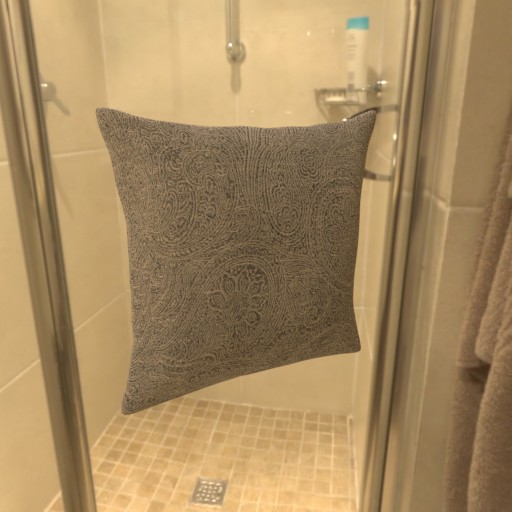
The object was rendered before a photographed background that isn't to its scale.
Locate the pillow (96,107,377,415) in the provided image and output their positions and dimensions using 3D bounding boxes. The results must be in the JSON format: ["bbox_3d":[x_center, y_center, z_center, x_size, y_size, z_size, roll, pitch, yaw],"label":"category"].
[{"bbox_3d":[0.000,0.000,0.809,0.523,0.510,0.166,-8,19,-26],"label":"pillow"}]
